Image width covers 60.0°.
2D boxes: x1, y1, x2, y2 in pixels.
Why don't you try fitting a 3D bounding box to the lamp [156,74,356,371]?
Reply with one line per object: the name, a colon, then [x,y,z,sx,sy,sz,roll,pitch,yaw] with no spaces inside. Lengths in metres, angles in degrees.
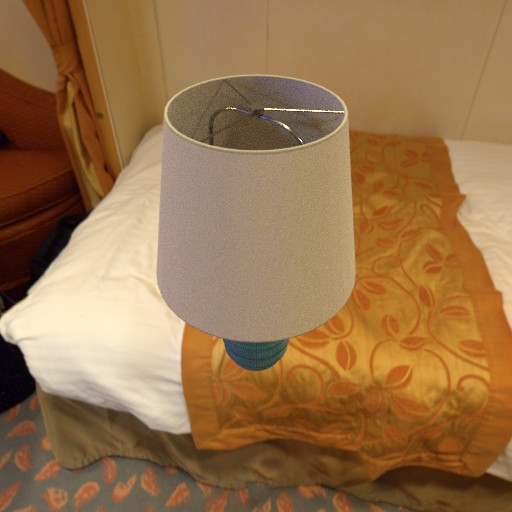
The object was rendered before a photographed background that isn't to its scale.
lamp: [0.000,0.000,0.566,0.254,0.392,0.254,0,42,0]
